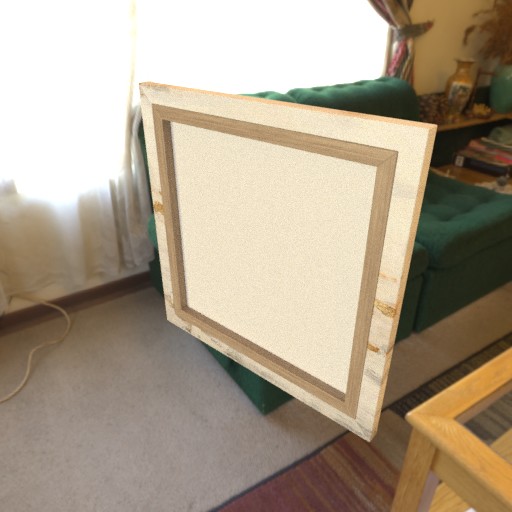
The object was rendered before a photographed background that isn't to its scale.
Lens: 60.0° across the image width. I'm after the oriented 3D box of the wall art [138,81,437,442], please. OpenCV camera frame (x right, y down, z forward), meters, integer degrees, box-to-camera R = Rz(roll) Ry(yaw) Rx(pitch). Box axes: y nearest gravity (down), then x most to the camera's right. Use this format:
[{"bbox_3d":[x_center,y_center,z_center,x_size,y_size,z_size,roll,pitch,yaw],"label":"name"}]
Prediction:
[{"bbox_3d":[0.000,0.000,1.116,0.753,0.755,0.038,22,36,34],"label":"wall art"}]
